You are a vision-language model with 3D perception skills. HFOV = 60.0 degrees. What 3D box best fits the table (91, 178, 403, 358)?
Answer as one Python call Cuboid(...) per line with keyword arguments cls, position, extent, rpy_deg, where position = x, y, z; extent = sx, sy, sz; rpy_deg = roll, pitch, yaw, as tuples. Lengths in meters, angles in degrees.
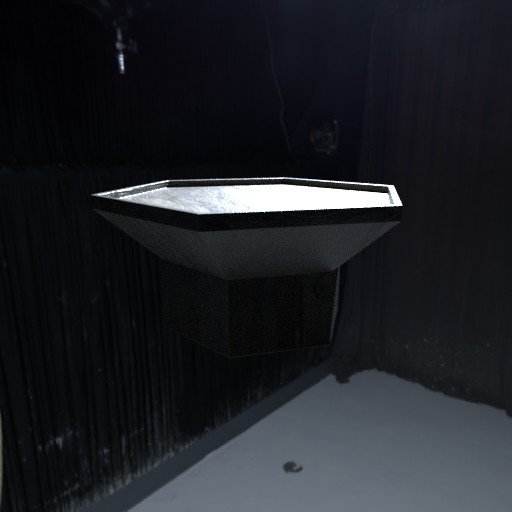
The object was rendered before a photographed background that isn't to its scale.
Cuboid(cls="table", position=(0.000, 0.000, 1.644), extent=(1.115, 0.488, 0.966), rpy_deg=(14, 20, 43))
